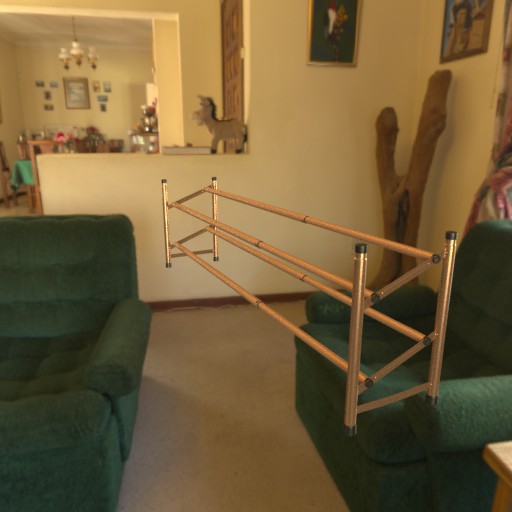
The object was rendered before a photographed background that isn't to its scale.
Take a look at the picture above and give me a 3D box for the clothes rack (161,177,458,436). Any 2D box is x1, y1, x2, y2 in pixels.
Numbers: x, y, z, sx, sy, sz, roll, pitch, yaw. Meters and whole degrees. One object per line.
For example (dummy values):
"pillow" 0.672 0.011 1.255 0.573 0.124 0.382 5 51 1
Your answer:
"clothes rack" 0.000 0.000 1.286 0.229 0.349 1.168 -8 17 -26
